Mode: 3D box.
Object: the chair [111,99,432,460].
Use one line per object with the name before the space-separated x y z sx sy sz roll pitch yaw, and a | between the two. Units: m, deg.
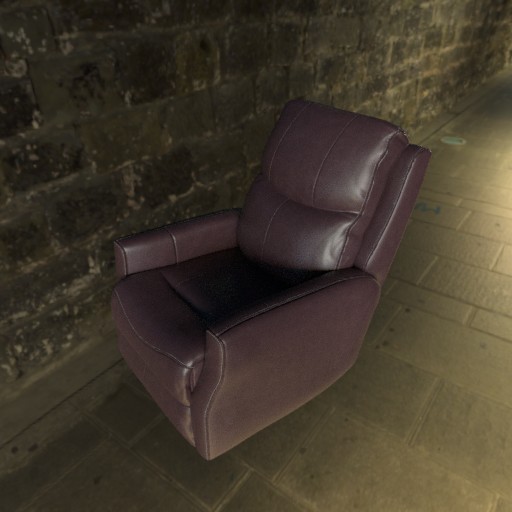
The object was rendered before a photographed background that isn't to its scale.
chair | 0.000 0.000 1.756 1.080 1.030 0.829 -23 38 -32
